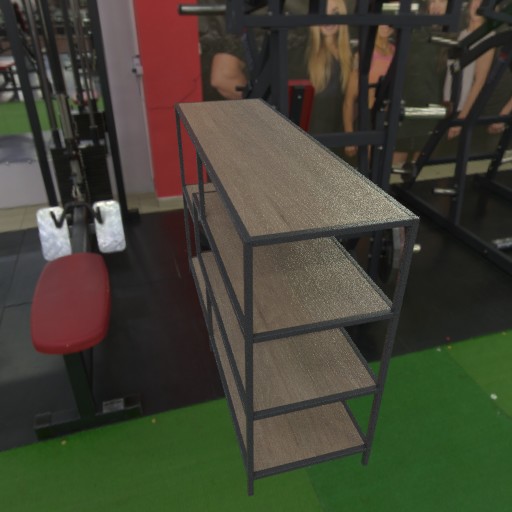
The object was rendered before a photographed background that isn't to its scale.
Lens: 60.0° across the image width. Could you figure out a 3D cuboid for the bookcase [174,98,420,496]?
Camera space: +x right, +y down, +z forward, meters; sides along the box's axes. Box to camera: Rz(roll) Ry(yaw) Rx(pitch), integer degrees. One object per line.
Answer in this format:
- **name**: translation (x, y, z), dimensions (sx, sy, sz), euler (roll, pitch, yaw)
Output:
- **bookcase**: translation (0.000, 0.000, 1.490), dimensions (0.350, 0.780, 1.140), euler (-8, 32, -13)
